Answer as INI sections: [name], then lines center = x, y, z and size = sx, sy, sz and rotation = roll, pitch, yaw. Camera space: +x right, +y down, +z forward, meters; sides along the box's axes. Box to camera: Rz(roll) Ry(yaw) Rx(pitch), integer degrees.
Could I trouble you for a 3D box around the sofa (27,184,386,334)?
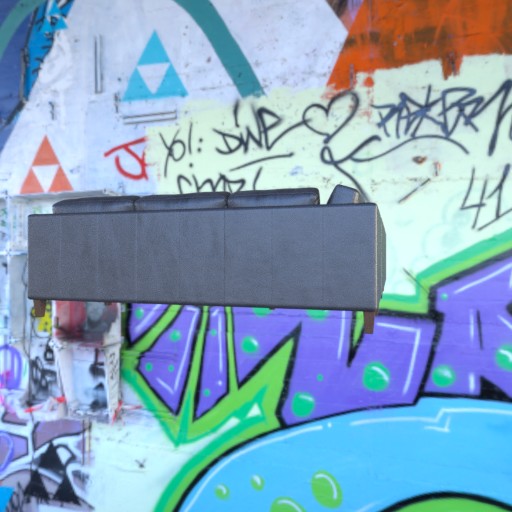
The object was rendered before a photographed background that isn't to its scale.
[sofa]
center = 0.000, 0.000, 4.423
size = 2.452, 0.891, 3.324
rotation = 0, 0, 17
